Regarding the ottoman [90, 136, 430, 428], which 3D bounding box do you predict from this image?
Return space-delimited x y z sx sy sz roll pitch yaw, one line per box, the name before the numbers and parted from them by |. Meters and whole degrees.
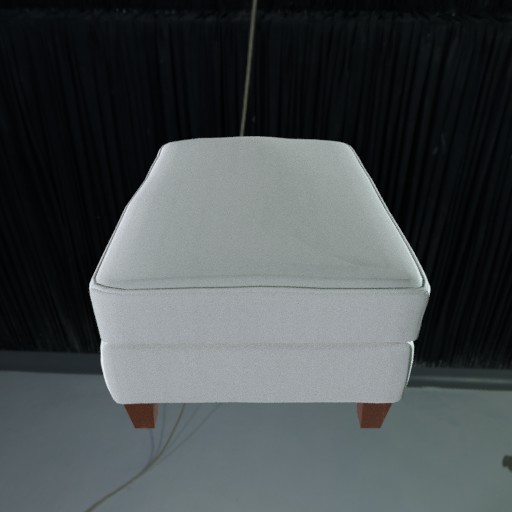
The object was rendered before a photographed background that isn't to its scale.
ottoman | 0.000 0.000 1.202 0.634 0.479 0.818 0 32 0
